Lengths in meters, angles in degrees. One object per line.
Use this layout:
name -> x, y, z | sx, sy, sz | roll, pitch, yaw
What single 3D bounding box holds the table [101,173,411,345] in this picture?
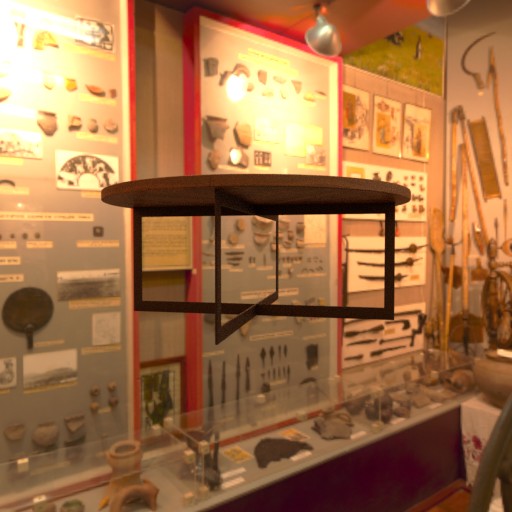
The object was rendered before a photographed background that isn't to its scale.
table -> 0.000, 0.000, 1.922 | 1.264, 0.516, 1.264 | 0, 2, 0
